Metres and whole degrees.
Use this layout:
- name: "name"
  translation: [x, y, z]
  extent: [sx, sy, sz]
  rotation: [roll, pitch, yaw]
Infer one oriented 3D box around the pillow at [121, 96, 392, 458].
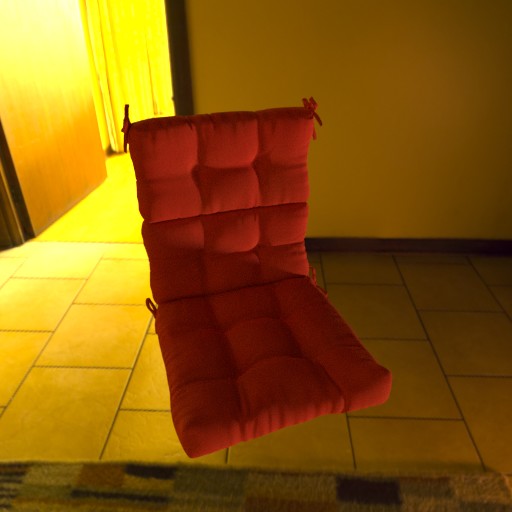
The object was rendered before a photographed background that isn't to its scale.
- name: "pillow"
  translation: [0.000, 0.000, 1.027]
  extent: [0.519, 0.605, 0.571]
  rotation: [-10, 33, -15]
